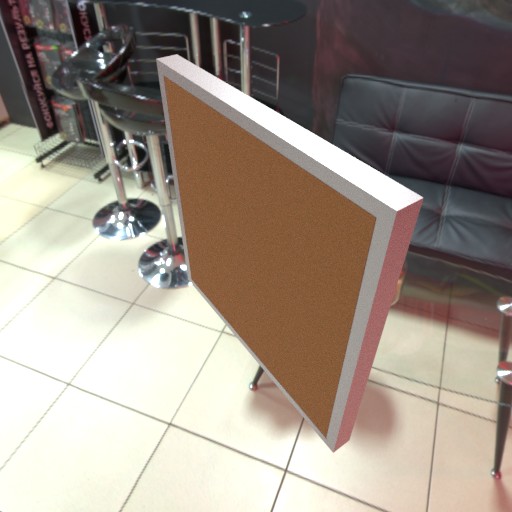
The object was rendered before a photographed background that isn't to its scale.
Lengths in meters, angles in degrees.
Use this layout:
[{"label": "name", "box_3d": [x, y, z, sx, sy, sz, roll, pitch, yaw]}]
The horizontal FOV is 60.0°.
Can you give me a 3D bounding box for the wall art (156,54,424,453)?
[{"label": "wall art", "box_3d": [0.000, 0.000, 0.741, 0.038, 0.506, 0.506, -25, 48, -25]}]
